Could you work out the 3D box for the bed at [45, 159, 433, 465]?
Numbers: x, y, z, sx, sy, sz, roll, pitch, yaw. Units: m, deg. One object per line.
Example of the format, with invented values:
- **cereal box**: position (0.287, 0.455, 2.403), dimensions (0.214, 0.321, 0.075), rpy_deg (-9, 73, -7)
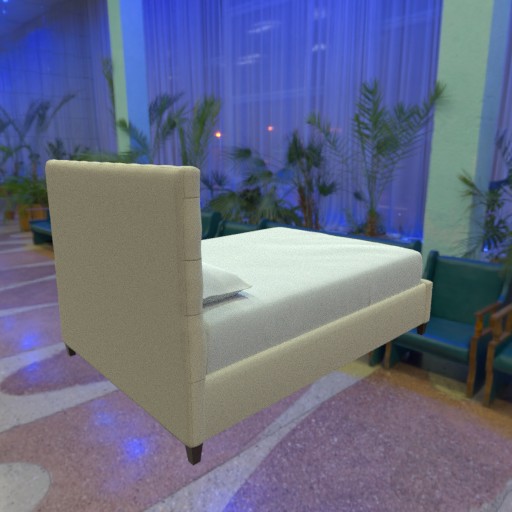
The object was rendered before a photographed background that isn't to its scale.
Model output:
- **bed**: position (0.000, 0.000, 3.338), dimensions (2.387, 1.427, 1.698), rpy_deg (-12, 18, -41)
